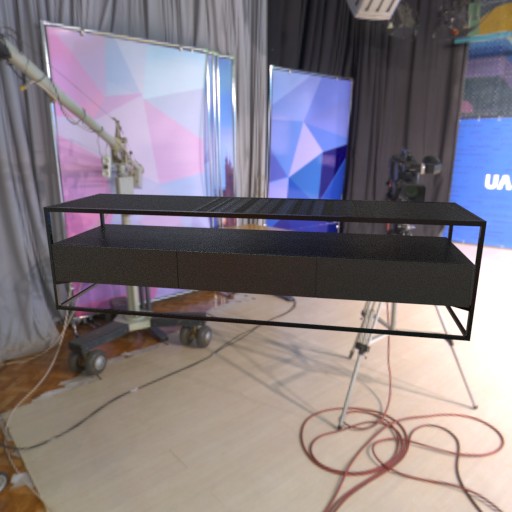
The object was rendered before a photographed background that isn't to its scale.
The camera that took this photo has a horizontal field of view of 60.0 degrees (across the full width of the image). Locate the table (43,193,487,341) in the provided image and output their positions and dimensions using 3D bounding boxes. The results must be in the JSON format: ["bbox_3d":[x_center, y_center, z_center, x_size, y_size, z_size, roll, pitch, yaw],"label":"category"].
[{"bbox_3d":[0.000,0.000,1.702,1.486,0.395,0.399,3,16,10],"label":"table"}]
